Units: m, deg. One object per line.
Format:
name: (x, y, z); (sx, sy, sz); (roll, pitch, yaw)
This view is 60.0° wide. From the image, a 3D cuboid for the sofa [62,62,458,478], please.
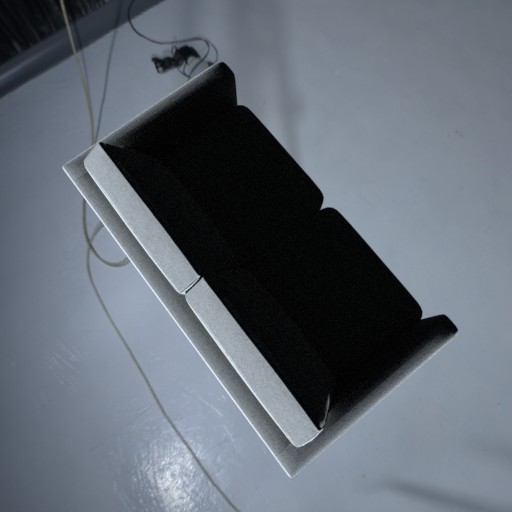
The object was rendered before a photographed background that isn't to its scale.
sofa: (0.000, 0.000, 2.268); (1.000, 0.900, 1.731); (-37, 79, -8)
